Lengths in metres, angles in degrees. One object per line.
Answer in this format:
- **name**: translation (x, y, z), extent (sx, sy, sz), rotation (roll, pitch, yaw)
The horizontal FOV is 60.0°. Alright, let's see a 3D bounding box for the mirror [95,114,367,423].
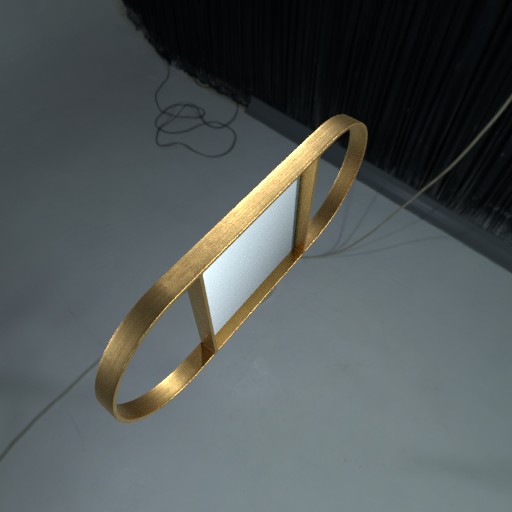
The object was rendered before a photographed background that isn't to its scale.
- **mirror**: translation (0.000, 0.000, 0.670), extent (0.032, 0.254, 0.584), rotation (34, 63, 20)
